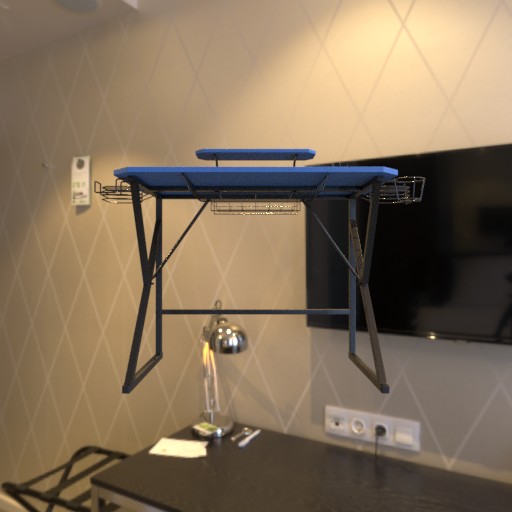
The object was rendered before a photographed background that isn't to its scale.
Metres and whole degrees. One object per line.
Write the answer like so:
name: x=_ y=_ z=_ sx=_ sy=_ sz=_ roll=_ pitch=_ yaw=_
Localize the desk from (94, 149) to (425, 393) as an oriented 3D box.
desk: x=0.000 y=0.000 z=1.757 sx=1.295 sy=0.909 sz=0.594 roll=0 pitch=0 yaw=0
